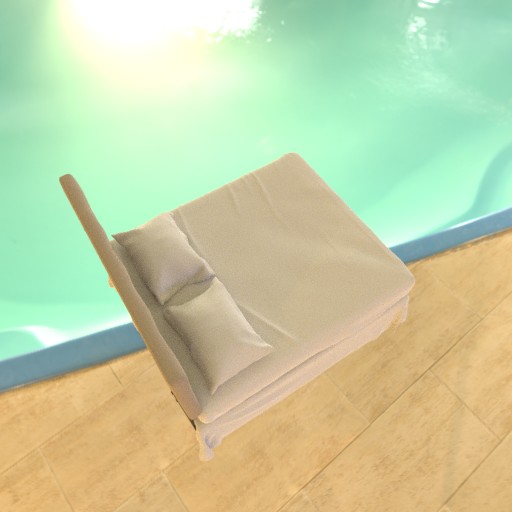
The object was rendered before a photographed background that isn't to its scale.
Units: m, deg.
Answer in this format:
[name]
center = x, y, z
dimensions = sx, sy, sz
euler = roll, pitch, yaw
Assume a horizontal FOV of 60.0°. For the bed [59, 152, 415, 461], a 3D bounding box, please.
[bed]
center = 0.000, 0.000, 3.497
dimensions = 2.222, 1.577, 1.936
euler = -29, 63, -16
